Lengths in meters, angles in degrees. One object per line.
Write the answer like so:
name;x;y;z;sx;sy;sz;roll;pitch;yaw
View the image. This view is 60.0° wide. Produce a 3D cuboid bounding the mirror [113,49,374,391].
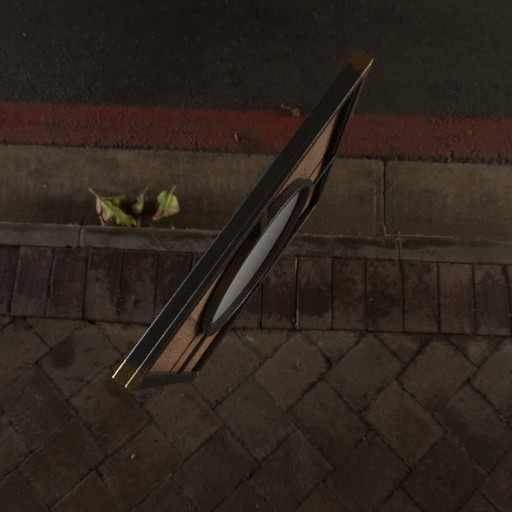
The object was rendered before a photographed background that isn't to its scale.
mirror;0.000;0.000;0.581;0.020;0.381;0.382;34;78;8
